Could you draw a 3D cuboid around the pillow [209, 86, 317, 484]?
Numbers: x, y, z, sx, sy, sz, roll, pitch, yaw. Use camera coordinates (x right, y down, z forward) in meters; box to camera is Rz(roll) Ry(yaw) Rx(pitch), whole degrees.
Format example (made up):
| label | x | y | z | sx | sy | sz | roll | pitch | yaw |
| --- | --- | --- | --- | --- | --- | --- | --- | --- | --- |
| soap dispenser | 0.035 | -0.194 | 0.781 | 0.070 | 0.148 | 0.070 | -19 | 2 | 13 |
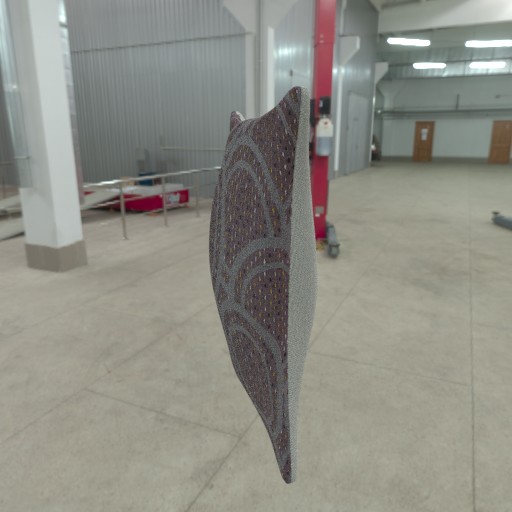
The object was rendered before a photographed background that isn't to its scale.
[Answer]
| label | x | y | z | sx | sy | sz | roll | pitch | yaw |
| --- | --- | --- | --- | --- | --- | --- | --- | --- | --- |
| pillow | 0.000 | 0.000 | 0.779 | 0.163 | 0.513 | 0.514 | -3 | 16 | -10 |
